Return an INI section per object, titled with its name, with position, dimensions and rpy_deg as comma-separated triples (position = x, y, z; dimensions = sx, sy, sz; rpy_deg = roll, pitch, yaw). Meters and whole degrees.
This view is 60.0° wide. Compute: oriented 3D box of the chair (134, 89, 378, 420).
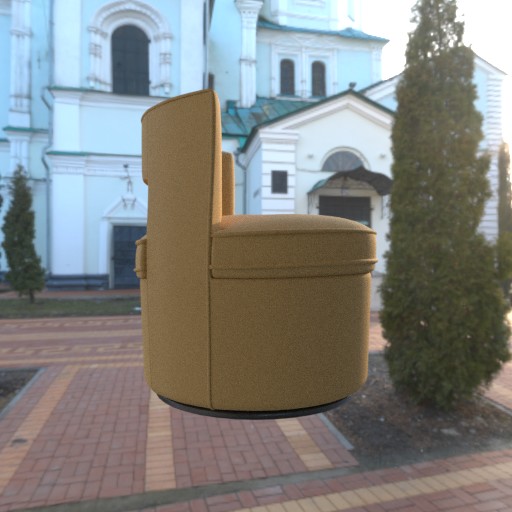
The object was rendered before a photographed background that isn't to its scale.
[chair]
position = 0.000, 0.000, 1.243
dimensions = 0.665, 0.723, 0.650
rpy_deg = 0, 0, 0
